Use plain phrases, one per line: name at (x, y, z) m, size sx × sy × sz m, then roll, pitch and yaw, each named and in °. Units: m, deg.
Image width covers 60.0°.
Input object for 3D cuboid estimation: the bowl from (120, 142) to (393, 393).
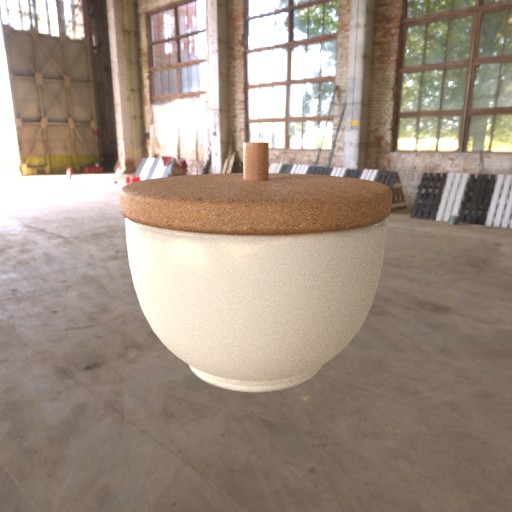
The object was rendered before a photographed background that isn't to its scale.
bowl at (0.000, 0.000, 0.222) m, size 0.126 × 0.110 × 0.126 m, roll 0°, pitch 15°, yaw 0°
